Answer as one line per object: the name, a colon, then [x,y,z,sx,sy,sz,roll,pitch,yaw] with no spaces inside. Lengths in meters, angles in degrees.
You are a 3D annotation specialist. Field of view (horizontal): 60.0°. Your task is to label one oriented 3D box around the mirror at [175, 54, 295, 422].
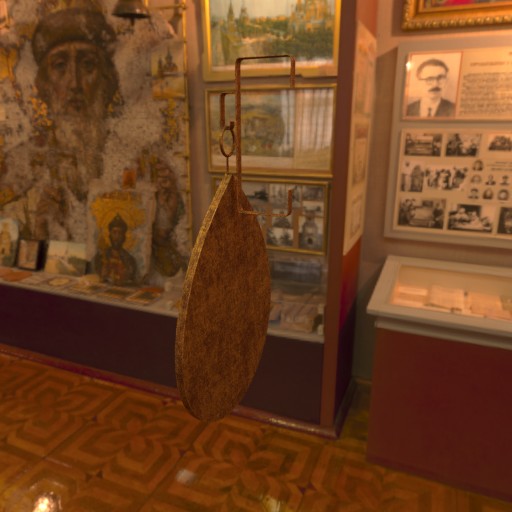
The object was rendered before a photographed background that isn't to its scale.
mirror: [0.000,0.000,0.902,0.144,0.744,0.405,8,18,24]
